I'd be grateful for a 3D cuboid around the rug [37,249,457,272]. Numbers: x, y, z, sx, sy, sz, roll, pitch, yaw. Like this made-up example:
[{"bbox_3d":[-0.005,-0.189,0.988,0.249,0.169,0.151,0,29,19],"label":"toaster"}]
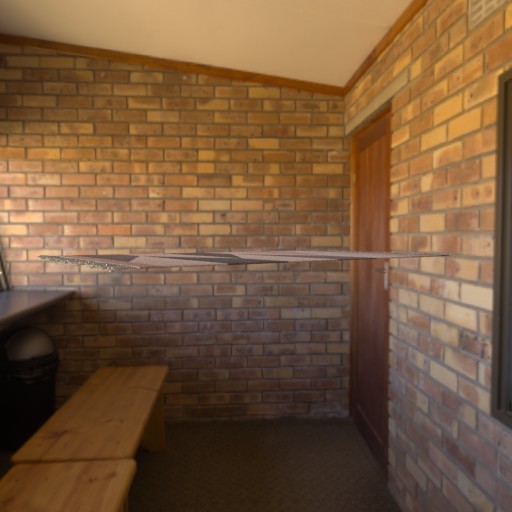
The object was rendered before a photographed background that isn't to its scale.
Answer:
[{"bbox_3d":[0.000,0.000,2.459,2.021,0.027,1.224,-2,3,-36],"label":"rug"}]
